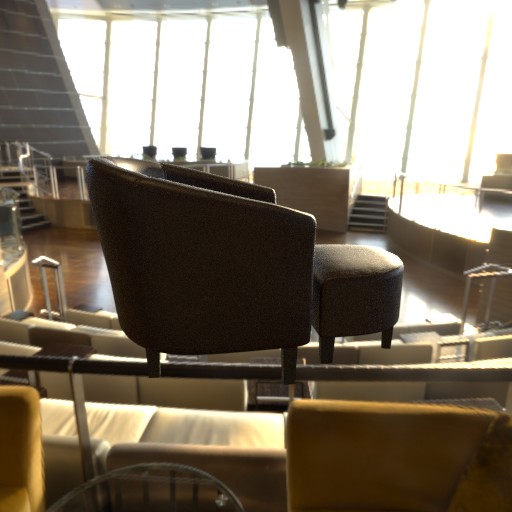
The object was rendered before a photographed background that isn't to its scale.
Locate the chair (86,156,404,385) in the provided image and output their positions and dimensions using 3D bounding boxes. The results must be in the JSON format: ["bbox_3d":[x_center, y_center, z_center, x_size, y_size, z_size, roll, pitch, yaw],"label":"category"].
[{"bbox_3d":[0.000,0.000,1.713,1.176,0.755,0.737,-2,16,-9],"label":"chair"}]
